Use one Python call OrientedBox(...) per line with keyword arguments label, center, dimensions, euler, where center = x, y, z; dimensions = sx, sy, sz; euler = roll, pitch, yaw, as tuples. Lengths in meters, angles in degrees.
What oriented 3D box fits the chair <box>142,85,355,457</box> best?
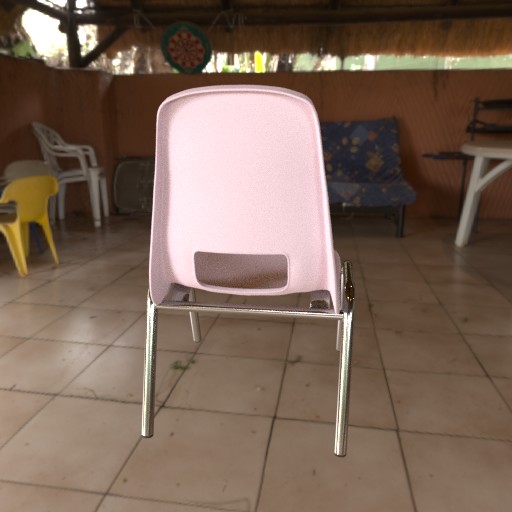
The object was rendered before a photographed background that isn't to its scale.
OrientedBox(label="chair", center=(0.000, 0.000, 0.792), dimensions=(0.354, 0.536, 0.385), euler=(2, 15, 8))
